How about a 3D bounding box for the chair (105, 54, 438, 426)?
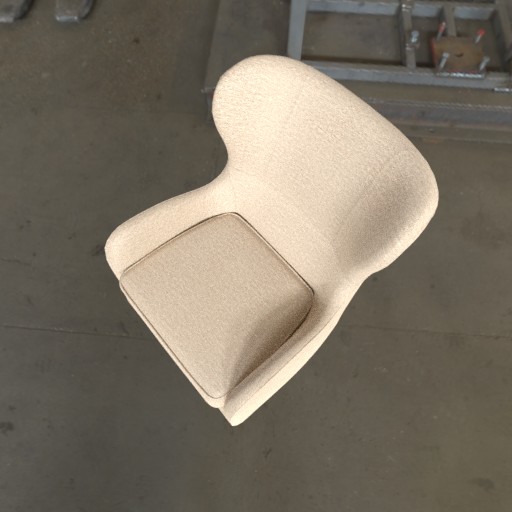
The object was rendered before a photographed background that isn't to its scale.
[{"bbox_3d":[0.000,0.000,1.765,0.984,1.064,0.861,-37,70,-16],"label":"chair"}]
